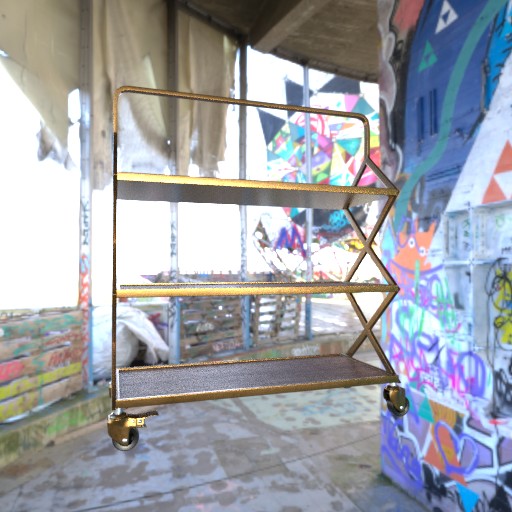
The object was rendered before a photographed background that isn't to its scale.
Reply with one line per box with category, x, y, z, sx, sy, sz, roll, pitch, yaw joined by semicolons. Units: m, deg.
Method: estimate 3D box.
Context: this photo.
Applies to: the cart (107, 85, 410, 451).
cart;0.000;0.000;1.148;0.723;0.805;0.313;0;-1;-18
